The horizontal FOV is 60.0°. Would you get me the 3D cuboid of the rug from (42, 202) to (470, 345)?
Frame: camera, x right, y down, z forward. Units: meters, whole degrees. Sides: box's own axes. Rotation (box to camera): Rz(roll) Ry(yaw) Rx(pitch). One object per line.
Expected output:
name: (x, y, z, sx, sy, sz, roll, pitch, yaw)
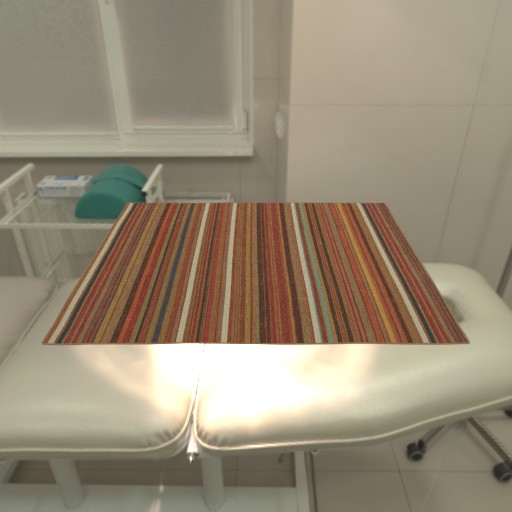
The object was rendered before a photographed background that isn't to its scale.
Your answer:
rug: (0.000, 0.000, 4.229, 3.092, 0.023, 2.479, 0, 31, 0)
